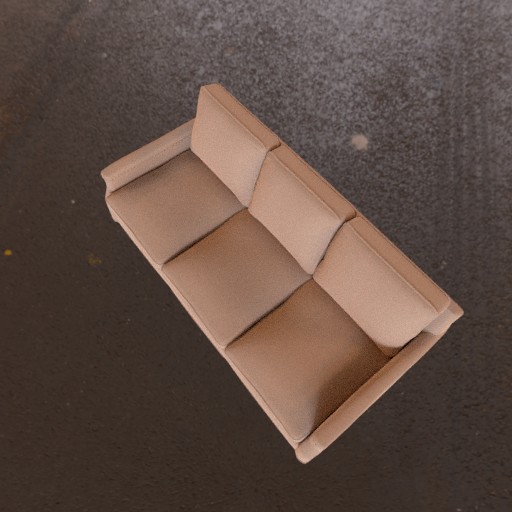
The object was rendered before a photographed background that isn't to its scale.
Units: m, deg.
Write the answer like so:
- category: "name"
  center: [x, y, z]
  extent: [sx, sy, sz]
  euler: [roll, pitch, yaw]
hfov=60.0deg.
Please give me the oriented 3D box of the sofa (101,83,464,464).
- category: "sofa"
  center: [0.000, 0.000, 2.854]
  extent: [1.084, 1.003, 2.246]
  euler: [-35, 68, -17]
